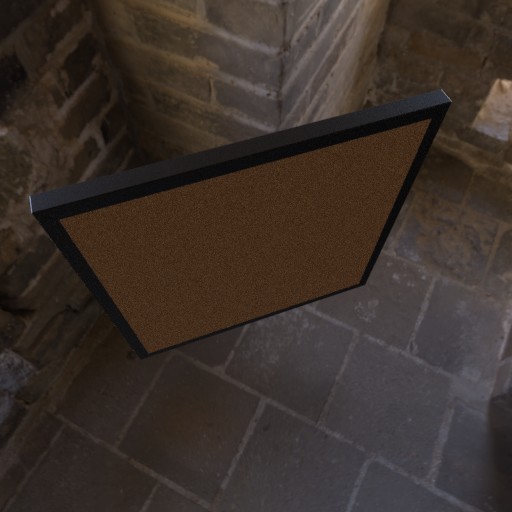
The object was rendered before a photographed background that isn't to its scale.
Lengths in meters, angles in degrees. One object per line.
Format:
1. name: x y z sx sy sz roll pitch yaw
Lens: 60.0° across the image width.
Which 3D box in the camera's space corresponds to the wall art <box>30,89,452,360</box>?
1. wall art: 0.000 0.000 1.103 0.765 0.765 0.038 -17 61 -10
